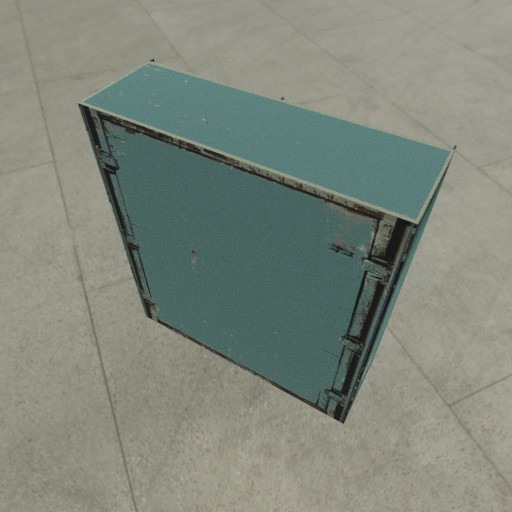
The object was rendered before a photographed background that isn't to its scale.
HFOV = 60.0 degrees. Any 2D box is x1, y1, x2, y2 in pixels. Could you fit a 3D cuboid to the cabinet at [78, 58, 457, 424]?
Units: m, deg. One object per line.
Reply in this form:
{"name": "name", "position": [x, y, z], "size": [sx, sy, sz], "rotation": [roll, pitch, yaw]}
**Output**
{"name": "cabinet", "position": [0.000, 0.000, 3.221], "size": [2.000, 2.160, 0.680], "rotation": [24, 52, 20]}
